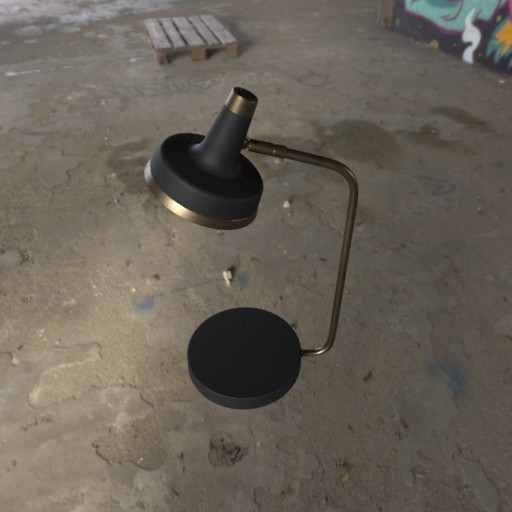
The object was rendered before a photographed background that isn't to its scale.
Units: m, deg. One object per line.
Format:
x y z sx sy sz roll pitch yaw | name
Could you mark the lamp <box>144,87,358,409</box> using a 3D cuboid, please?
0.000 0.000 0.512 0.218 0.385 0.162 0 40 -1 | lamp
